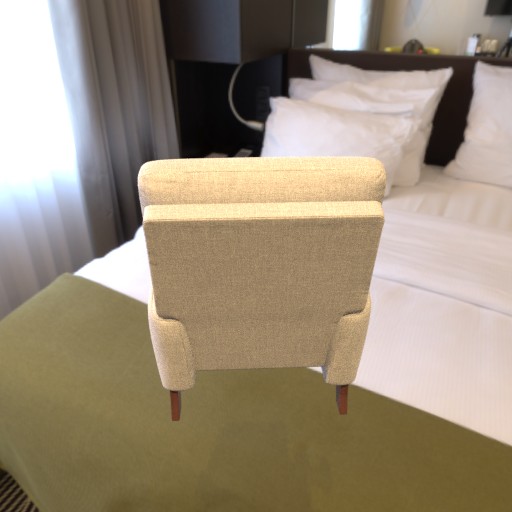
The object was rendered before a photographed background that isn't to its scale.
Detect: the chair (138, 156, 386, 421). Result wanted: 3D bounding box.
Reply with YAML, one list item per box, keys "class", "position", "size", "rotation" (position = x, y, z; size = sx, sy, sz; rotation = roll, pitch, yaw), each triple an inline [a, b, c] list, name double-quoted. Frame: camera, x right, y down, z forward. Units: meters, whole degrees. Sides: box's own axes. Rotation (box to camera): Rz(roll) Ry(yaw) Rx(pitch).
- class: "chair"
  position: [0.000, 0.000, 1.699]
  size: [0.762, 0.990, 0.990]
  rotation: [-1, 30, -2]
